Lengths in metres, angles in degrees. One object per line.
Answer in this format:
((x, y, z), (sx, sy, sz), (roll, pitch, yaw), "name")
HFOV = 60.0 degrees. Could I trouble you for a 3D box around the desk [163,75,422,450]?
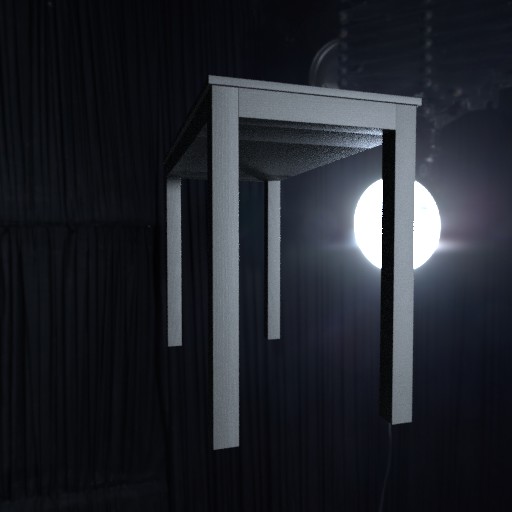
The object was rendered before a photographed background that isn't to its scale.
((0.000, 0.000, 1.440), (0.499, 0.762, 0.991), (-1, 2, -17), "desk")
